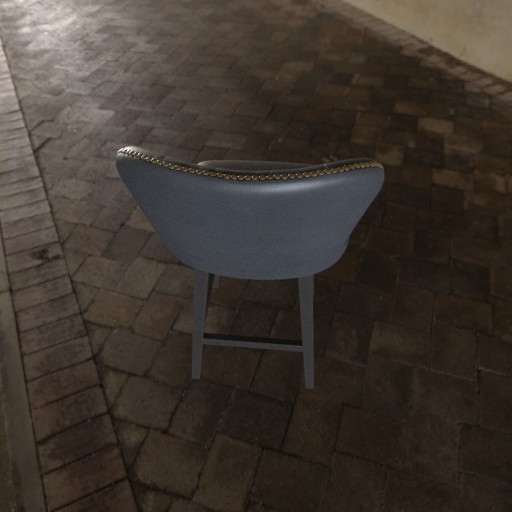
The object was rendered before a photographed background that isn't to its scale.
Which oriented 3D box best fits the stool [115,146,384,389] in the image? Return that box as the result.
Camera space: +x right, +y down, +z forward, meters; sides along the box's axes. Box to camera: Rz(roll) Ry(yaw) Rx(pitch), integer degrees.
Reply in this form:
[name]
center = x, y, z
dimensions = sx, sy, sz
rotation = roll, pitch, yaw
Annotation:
[stool]
center = 0.000, 0.000, 1.296
dimensions = 0.528, 0.971, 0.593
rotation = 4, 46, 4
